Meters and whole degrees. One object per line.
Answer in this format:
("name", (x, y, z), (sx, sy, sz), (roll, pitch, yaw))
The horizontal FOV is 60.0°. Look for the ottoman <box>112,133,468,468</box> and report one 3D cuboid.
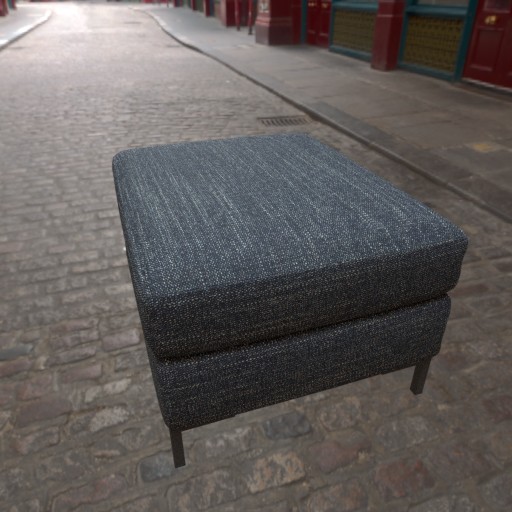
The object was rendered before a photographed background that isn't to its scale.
("ottoman", (0.000, 0.000, 1.205), (0.667, 0.491, 0.814), (-10, 32, -16))
